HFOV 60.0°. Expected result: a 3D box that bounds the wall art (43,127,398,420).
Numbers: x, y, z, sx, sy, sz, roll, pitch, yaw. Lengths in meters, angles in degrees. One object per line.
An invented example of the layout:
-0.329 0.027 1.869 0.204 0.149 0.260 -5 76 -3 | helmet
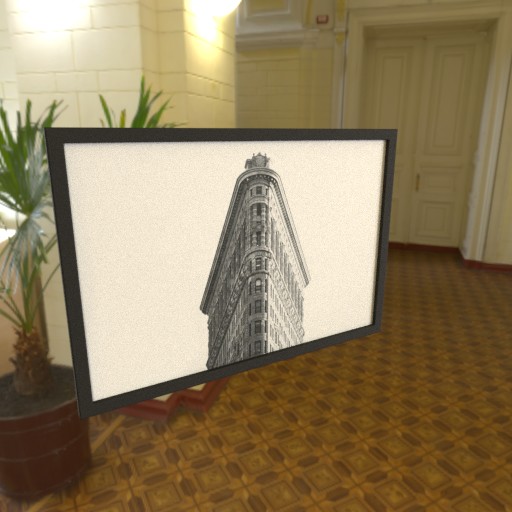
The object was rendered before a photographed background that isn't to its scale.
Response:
0.000 0.000 1.192 0.964 0.659 0.049 -8 18 -27 | wall art
